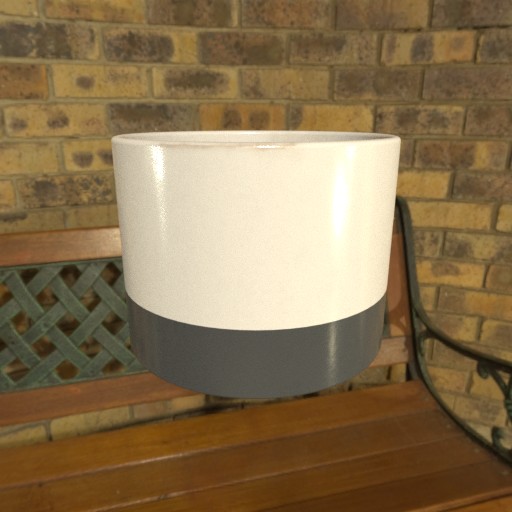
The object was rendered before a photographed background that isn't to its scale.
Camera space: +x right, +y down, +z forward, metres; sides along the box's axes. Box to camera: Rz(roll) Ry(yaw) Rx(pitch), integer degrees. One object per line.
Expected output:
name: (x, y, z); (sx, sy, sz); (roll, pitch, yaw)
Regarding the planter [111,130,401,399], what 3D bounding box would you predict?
planter: (0.000, 0.000, 0.335); (0.193, 0.177, 0.193); (0, 17, 0)
